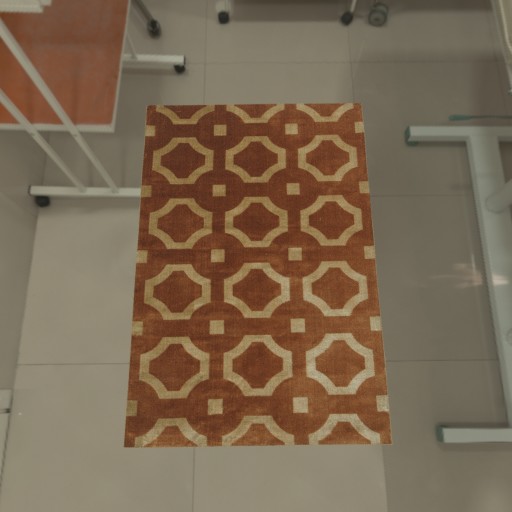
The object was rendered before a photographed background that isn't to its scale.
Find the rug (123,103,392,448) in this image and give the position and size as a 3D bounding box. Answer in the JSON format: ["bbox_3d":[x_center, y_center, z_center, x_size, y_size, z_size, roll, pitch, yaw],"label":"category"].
[{"bbox_3d":[0.000,0.000,2.875,1.555,0.016,2.286,-1,74,0],"label":"rug"}]
